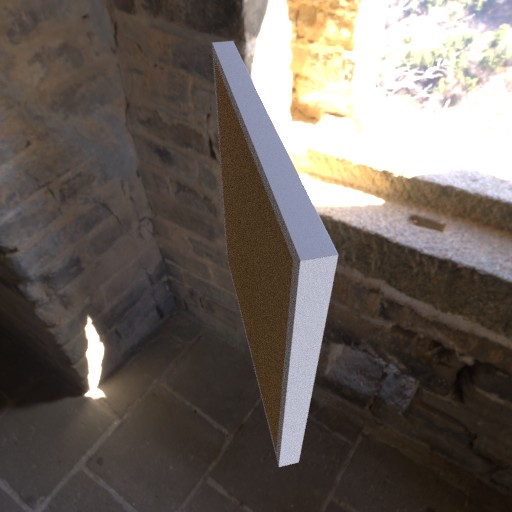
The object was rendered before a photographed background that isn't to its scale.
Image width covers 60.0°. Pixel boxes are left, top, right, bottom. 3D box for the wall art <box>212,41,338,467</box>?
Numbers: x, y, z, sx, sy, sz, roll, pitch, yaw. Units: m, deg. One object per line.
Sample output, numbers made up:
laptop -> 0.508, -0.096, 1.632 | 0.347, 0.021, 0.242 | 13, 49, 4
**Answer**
wall art -> 0.000, 0.000, 0.743 | 0.035, 0.507, 0.508 | -9, 47, -9
